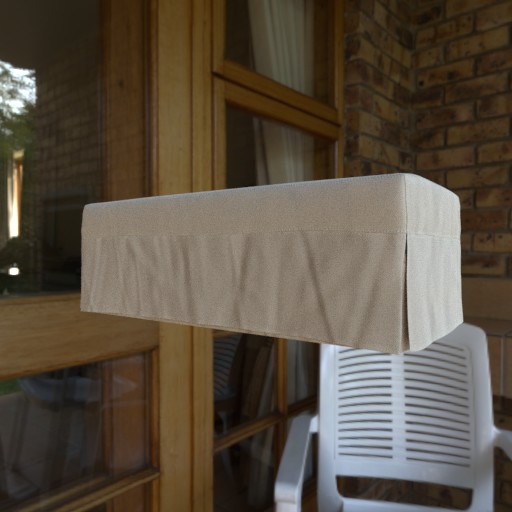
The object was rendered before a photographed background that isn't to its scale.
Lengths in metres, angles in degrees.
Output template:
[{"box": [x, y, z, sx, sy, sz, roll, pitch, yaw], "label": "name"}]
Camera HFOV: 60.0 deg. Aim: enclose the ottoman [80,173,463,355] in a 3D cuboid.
[{"box": [0.000, 0.000, 1.706, 1.388, 0.457, 0.665, 1, 1, 36], "label": "ottoman"}]
